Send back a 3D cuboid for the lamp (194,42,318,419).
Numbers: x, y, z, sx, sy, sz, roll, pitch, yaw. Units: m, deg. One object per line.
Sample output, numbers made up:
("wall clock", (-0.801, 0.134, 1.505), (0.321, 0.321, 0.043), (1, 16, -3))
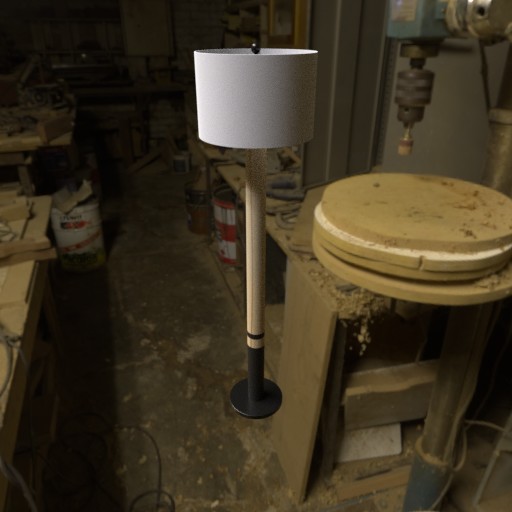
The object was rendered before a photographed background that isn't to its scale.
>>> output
("lamp", (0.000, 0.000, 1.702), (0.381, 1.478, 0.381), (-8, 28, -15))
